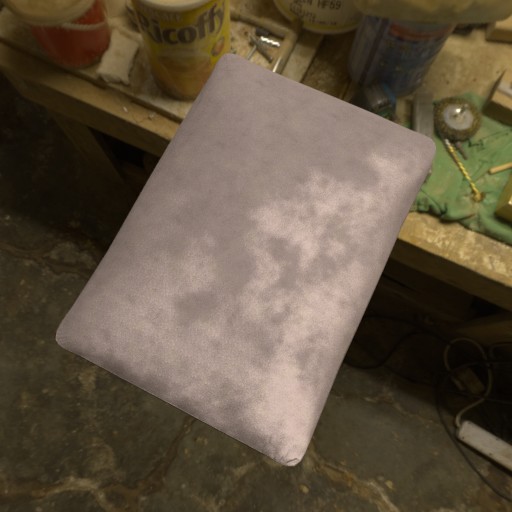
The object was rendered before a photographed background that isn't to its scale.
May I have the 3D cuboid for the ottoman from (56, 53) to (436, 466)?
[{"bbox_3d":[0.000,0.000,1.036,0.520,0.456,0.719,26,77,6],"label":"ottoman"}]
